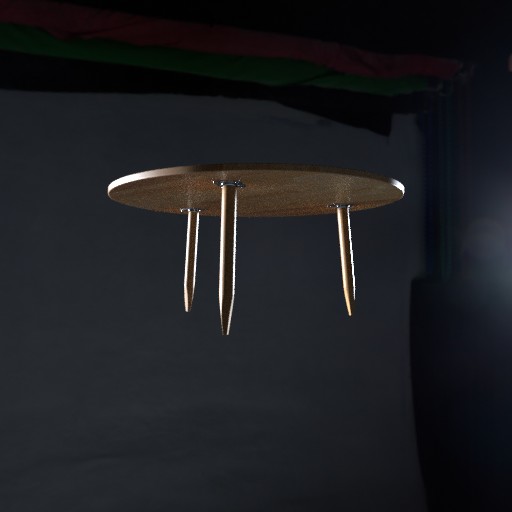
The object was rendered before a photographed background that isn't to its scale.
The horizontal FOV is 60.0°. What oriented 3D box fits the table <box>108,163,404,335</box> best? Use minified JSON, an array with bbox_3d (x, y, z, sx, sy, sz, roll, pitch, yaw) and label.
[{"bbox_3d":[0.000,0.000,1.418,0.900,0.400,0.900,0,-1,0],"label":"table"}]
